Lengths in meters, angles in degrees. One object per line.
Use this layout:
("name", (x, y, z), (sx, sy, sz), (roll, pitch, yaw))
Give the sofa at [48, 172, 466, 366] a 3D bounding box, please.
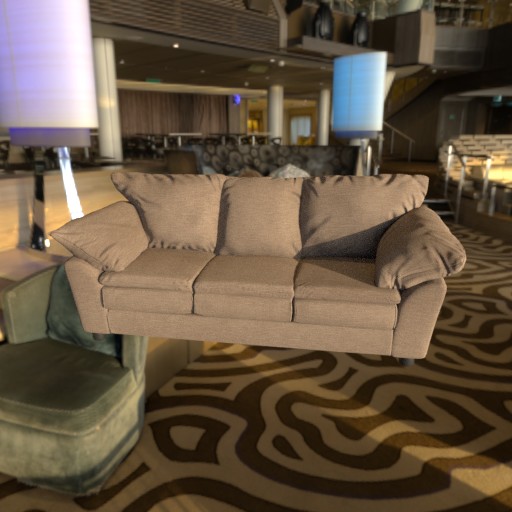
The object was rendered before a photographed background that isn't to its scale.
("sofa", (0.000, 0.000, 2.904), (2.390, 1.043, 0.927), (3, 15, 10))
